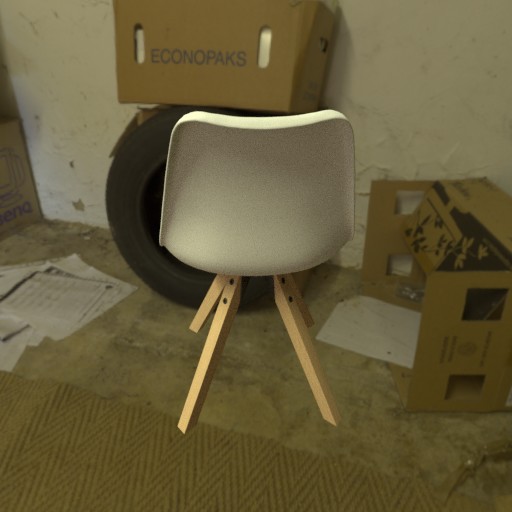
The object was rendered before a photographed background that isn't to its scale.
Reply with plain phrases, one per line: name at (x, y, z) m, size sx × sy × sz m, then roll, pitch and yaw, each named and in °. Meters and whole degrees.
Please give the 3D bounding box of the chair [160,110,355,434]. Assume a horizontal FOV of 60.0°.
chair at (0.000, 0.000, 1.191) m, size 0.485 × 0.850 × 0.550 m, roll -2°, pitch 29°, yaw -3°
